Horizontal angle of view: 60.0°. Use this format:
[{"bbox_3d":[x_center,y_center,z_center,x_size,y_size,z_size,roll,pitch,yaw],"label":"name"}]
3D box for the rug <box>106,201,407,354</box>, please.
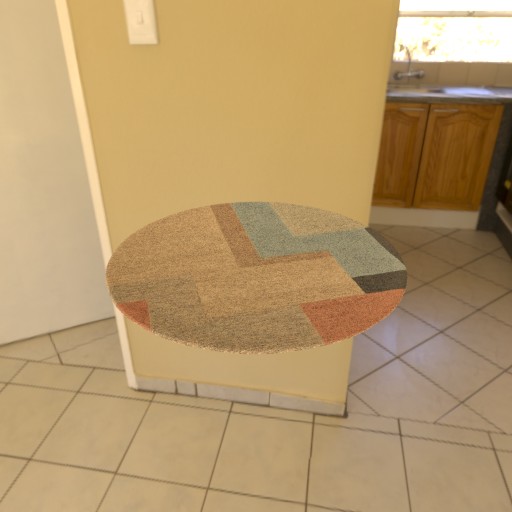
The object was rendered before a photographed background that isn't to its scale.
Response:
[{"bbox_3d":[0.000,0.000,3.768,2.461,0.033,2.461,0,28,0],"label":"rug"}]
